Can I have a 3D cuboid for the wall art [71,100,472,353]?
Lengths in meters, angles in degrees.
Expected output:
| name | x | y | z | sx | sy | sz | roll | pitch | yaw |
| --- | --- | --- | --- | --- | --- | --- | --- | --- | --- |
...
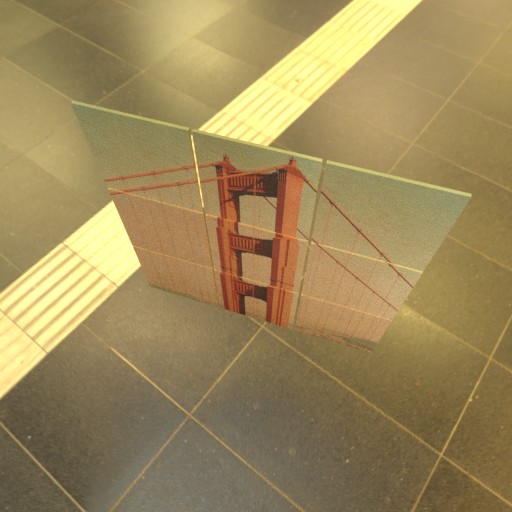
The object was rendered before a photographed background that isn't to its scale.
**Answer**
| name | x | y | z | sx | sy | sz | roll | pitch | yaw |
| --- | --- | --- | --- | --- | --- | --- | --- | --- | --- |
| wall art | 0.000 | 0.000 | 1.803 | 1.214 | 1.219 | 0.013 | 16 | 59 | 9 |
